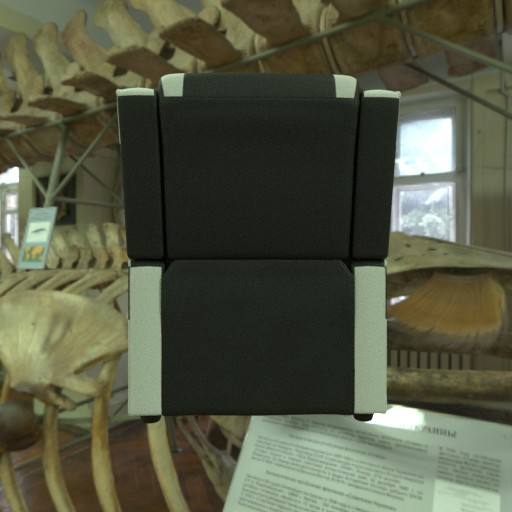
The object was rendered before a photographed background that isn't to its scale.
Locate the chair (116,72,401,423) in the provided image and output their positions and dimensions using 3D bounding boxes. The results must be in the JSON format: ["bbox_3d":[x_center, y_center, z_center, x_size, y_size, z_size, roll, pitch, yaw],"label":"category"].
[{"bbox_3d":[0.000,0.000,1.275,0.620,0.805,0.672,0,1,-1],"label":"chair"}]
